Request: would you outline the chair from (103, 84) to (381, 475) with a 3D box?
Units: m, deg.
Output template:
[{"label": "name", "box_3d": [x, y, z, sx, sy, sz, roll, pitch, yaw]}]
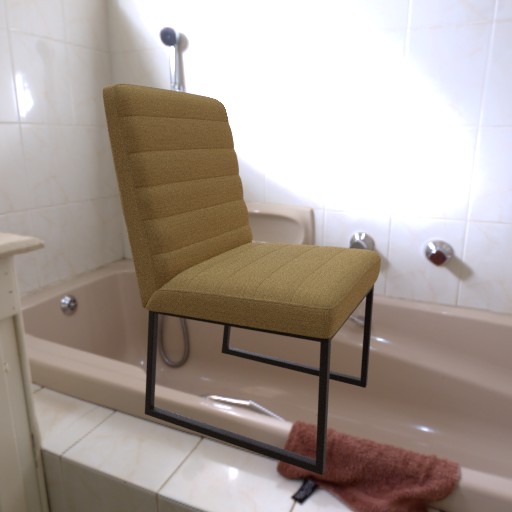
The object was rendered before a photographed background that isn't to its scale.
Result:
[{"label": "chair", "box_3d": [0.000, 0.000, 1.295, 0.634, 0.930, 0.520, 7, 16, 26]}]
